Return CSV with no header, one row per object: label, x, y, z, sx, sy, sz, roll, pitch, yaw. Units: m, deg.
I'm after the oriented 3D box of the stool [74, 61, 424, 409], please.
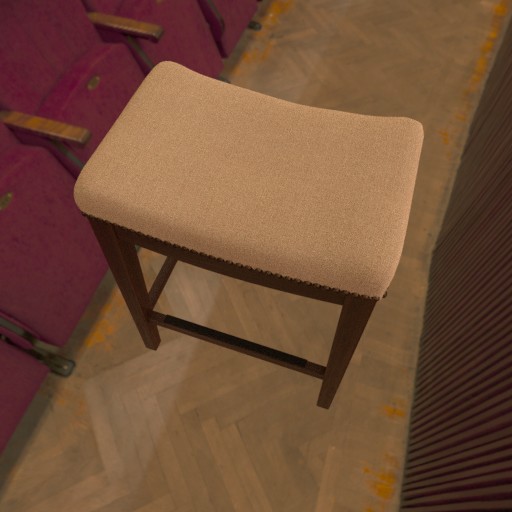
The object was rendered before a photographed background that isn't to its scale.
stool,0.000,0.000,0.967,0.509,0.669,0.363,16,60,10
